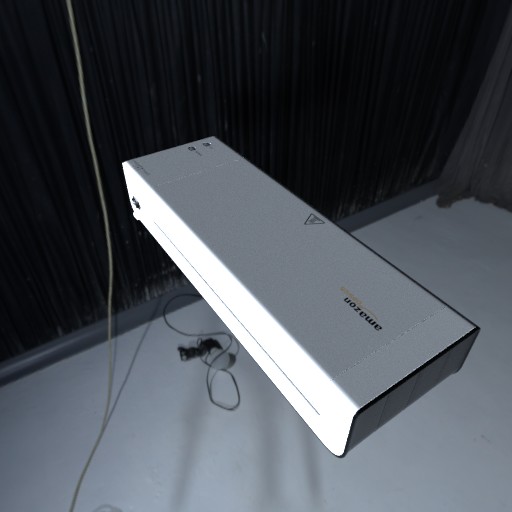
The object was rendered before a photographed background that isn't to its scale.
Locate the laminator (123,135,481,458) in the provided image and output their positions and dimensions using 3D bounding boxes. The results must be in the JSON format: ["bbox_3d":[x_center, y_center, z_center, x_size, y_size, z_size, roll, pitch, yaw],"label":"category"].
[{"bbox_3d":[0.000,0.000,0.386,0.123,0.062,0.340,-24,46,-25],"label":"laminator"}]
